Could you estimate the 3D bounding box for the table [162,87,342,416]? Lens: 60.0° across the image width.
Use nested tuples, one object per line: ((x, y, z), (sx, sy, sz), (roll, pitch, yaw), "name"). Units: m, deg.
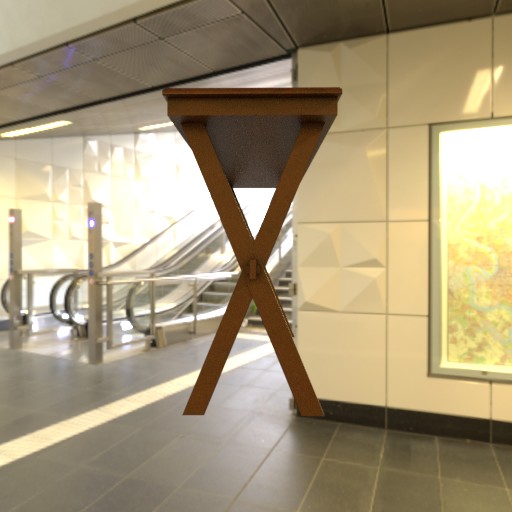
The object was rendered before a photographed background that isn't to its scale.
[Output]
((0.000, 0.000, 1.583), (0.399, 0.763, 1.197), (0, 0, 1), "table")
